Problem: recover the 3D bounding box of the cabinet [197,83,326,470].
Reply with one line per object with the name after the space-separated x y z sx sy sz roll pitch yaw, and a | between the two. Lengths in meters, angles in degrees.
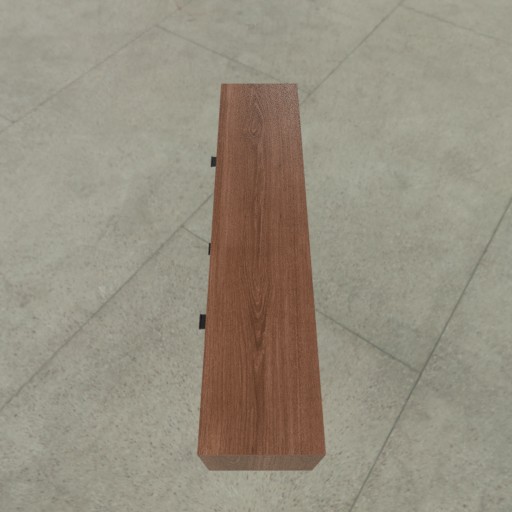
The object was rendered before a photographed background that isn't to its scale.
0.000 0.000 1.914 0.400 0.500 1.650 0 58 0 | cabinet
